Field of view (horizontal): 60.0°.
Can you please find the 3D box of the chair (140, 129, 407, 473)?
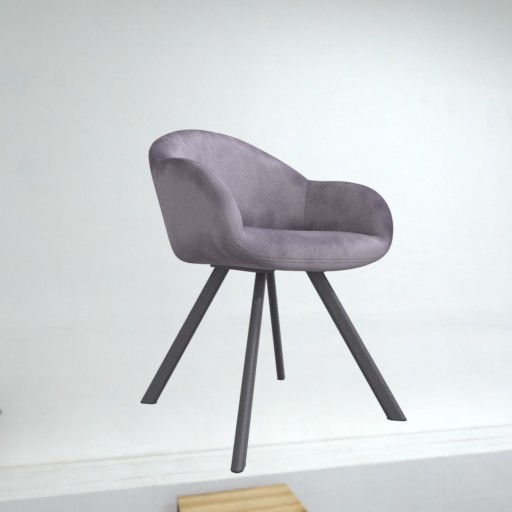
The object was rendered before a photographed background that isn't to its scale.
[{"bbox_3d":[0.000,0.000,1.182,0.550,0.795,0.590,1,-1,-34],"label":"chair"}]
